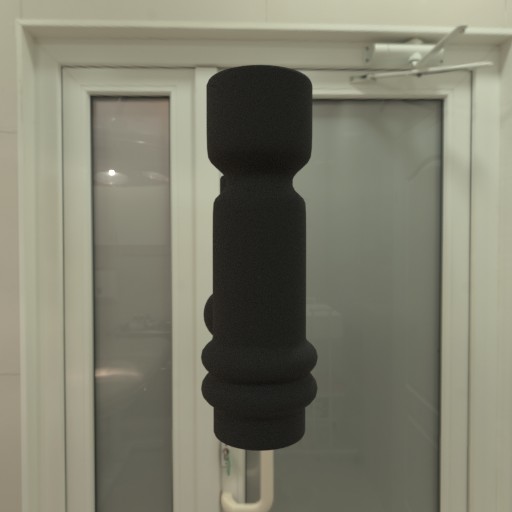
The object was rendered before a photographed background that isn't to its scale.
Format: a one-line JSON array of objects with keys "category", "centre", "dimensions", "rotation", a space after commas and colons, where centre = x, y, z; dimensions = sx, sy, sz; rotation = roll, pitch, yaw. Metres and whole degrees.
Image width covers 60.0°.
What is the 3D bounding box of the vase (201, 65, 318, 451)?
[{"category": "vase", "centre": [0.000, 0.000, 0.430], "dimensions": [0.120, 0.249, 0.307], "rotation": [0, 1, -1]}]
